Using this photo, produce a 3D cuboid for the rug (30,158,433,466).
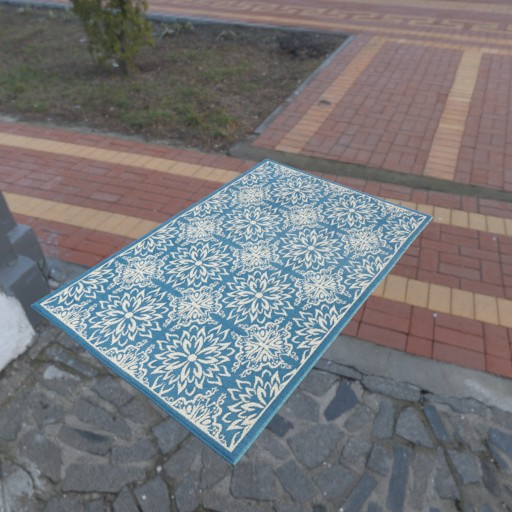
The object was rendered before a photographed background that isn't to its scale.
[{"bbox_3d":[0.000,0.000,3.493,1.830,0.018,2.769,26,46,28],"label":"rug"}]
